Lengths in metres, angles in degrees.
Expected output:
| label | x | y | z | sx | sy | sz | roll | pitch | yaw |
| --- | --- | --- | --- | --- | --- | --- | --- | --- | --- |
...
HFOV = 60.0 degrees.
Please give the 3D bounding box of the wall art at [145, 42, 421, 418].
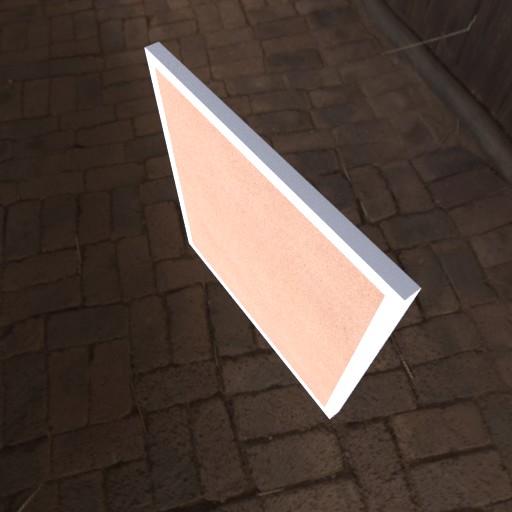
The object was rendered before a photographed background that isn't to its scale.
| label | x | y | z | sx | sy | sz | roll | pitch | yaw |
| --- | --- | --- | --- | --- | --- | --- | --- | --- | --- |
| wall art | 0.000 | 0.000 | 1.124 | 0.036 | 0.760 | 0.760 | -32 | 63 | -19 |
